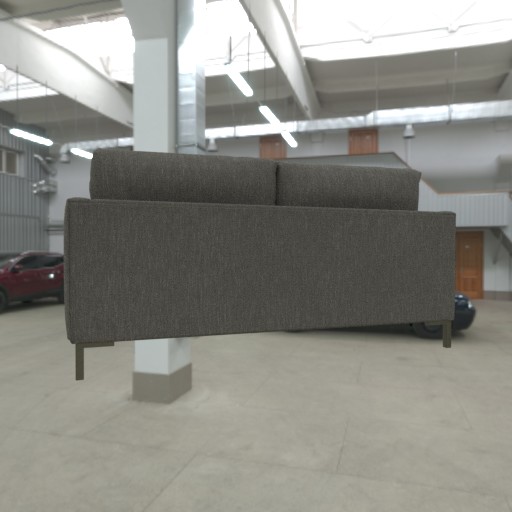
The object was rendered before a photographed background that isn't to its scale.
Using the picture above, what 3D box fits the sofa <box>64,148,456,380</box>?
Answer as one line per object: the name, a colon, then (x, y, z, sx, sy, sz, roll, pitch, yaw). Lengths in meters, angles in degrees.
sofa: (0.000, 0.000, 2.171, 1.682, 0.840, 0.875, 0, 1, -19)
